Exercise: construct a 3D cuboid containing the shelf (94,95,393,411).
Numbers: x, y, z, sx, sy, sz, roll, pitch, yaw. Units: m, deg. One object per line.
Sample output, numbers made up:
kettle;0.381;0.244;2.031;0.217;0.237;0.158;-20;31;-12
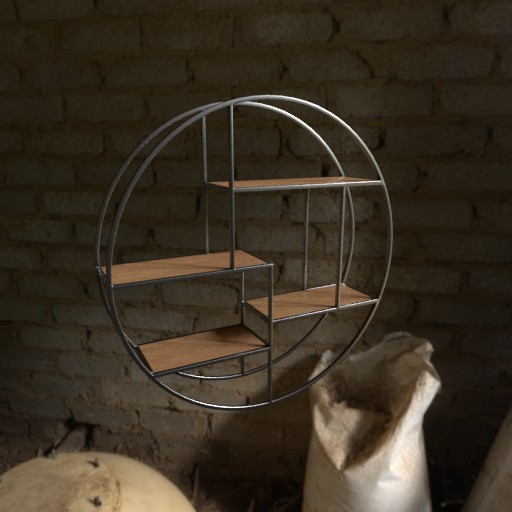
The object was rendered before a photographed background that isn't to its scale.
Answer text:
shelf;0.000;0.000;1.320;0.888;0.888;0.202;-7;16;-26
